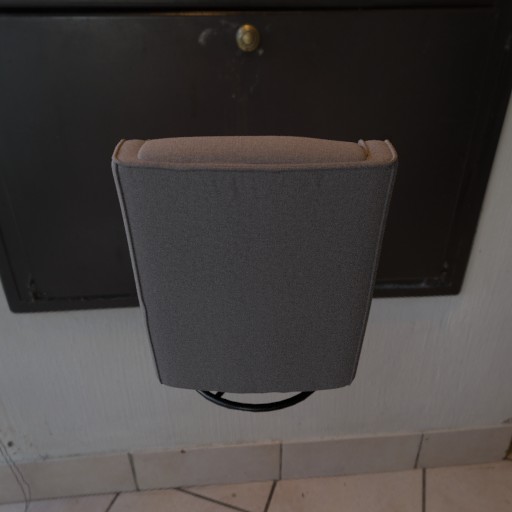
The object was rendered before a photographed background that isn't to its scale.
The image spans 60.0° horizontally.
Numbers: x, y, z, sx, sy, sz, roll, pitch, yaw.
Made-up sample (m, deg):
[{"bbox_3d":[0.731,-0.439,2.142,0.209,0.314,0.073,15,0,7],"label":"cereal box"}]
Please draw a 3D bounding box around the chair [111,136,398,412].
[{"bbox_3d":[0.000,0.000,1.577,0.732,0.993,0.879,0,29,0],"label":"chair"}]
